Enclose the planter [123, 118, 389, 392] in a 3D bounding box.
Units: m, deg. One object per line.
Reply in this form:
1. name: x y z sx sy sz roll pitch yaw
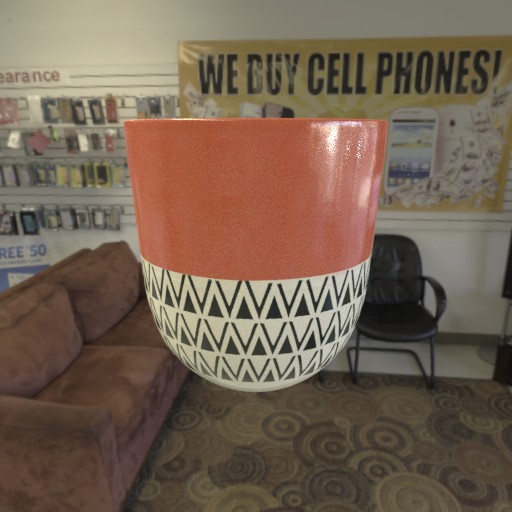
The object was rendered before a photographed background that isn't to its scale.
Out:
1. planter: 0.000 0.000 0.368 0.195 0.214 0.195 0 16 0
